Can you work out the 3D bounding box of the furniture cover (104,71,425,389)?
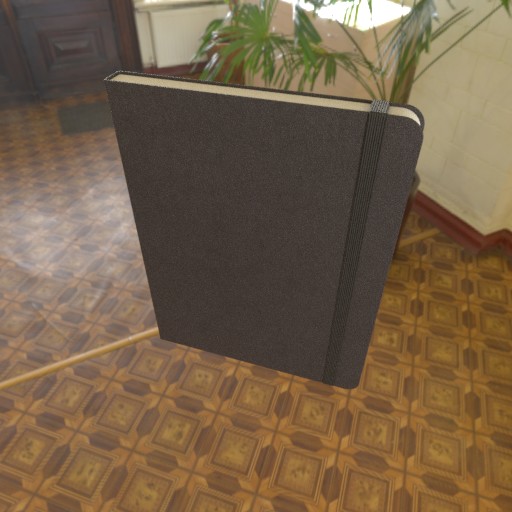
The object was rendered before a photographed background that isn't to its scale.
[{"bbox_3d":[0.000,0.000,0.379,0.216,0.281,0.023,12,42,14],"label":"furniture cover"}]
